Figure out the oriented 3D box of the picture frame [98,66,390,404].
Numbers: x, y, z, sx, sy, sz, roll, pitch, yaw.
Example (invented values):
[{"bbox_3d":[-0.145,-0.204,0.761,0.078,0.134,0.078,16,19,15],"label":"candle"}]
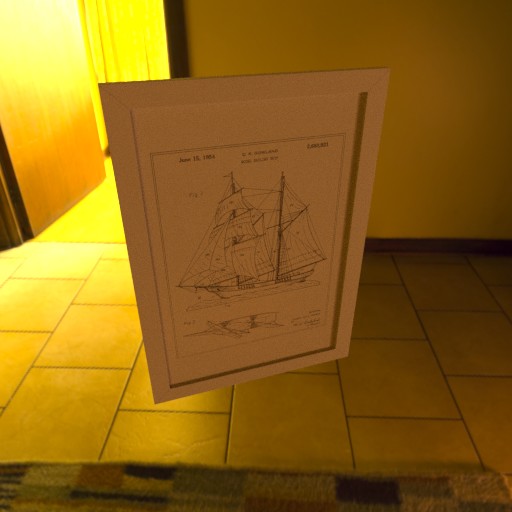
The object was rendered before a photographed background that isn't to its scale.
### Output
[{"bbox_3d":[0.000,0.000,0.598,0.326,0.459,0.011,-10,33,-15],"label":"picture frame"}]
